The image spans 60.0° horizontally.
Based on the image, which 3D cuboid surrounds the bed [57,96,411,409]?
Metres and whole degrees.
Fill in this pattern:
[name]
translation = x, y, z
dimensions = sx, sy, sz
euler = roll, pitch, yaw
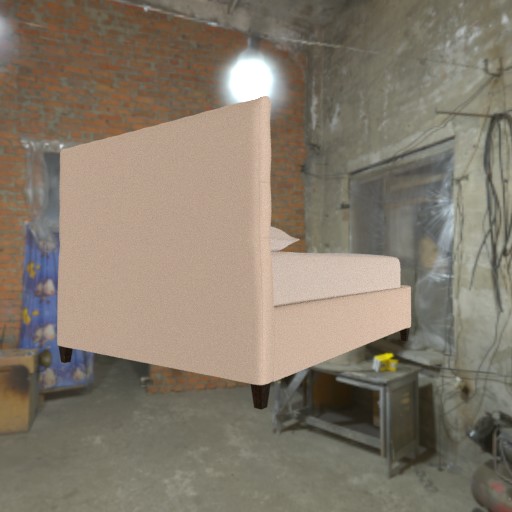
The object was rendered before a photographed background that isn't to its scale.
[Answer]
[bed]
translation = 0.000, 0.000, 3.368
dimensions = 1.696, 1.426, 2.233
euler = -1, -1, 36
